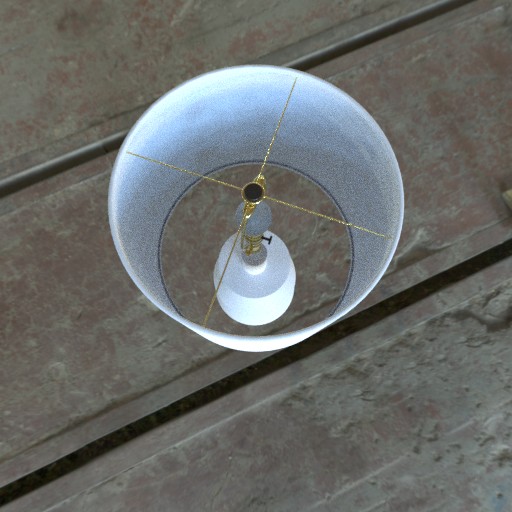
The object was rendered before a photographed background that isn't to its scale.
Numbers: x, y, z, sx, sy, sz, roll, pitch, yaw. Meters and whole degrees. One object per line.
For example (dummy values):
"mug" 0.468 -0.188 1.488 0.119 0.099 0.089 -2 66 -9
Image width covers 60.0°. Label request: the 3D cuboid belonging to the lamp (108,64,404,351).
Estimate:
"lamp" 0.000 0.000 0.708 0.301 0.533 0.301 19 76 5
